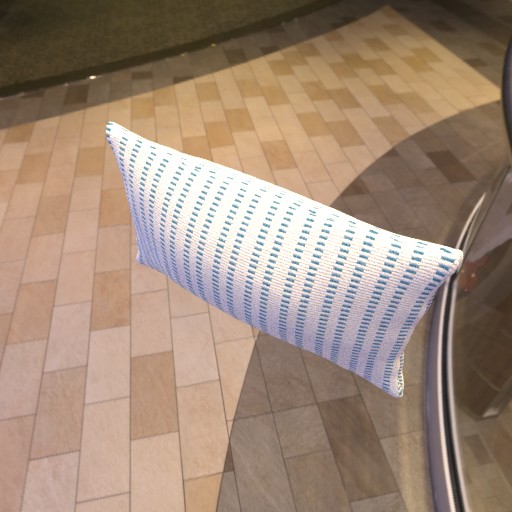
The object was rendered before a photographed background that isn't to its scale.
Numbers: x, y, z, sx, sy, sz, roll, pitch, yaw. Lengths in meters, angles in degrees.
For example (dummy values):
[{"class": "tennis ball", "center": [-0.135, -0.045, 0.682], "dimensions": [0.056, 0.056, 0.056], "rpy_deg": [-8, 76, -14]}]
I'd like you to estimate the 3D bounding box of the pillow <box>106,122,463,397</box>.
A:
[{"class": "pillow", "center": [0.000, 0.000, 0.804], "dimensions": [0.640, 0.353, 0.210], "rpy_deg": [24, 50, 22]}]
